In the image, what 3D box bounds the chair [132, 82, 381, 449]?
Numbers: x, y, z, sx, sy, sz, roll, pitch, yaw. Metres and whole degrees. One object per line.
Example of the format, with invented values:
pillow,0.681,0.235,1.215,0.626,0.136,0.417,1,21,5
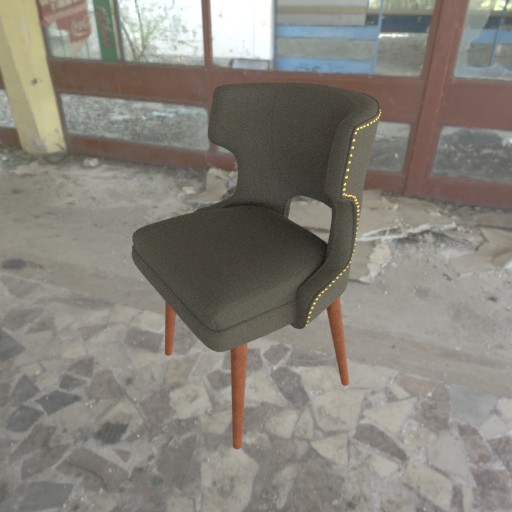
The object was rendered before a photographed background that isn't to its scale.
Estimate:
chair,0.000,0.000,1.262,0.581,0.863,0.595,-19,35,-29
